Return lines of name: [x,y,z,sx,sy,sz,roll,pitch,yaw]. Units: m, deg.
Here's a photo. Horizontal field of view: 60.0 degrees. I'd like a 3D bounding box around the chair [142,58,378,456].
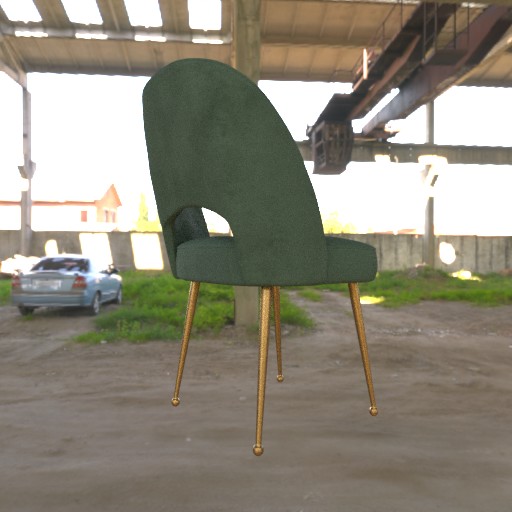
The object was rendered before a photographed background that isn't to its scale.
chair: [0.000,0.000,1.201,0.577,0.860,0.527,0,0,-37]
